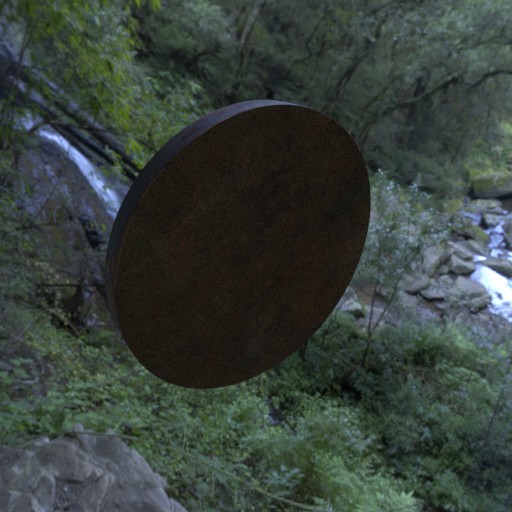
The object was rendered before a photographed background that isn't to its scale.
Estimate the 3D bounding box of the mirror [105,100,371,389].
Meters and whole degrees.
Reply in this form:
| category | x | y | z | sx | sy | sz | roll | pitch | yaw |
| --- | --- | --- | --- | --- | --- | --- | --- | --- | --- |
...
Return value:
| category | x | y | z | sx | sy | sz | roll | pitch | yaw |
| --- | --- | --- | --- | --- | --- | --- | --- | --- | --- |
| mirror | 0.000 | 0.000 | 0.877 | 0.585 | 0.585 | 0.061 | -20 | 36 | -30 |
